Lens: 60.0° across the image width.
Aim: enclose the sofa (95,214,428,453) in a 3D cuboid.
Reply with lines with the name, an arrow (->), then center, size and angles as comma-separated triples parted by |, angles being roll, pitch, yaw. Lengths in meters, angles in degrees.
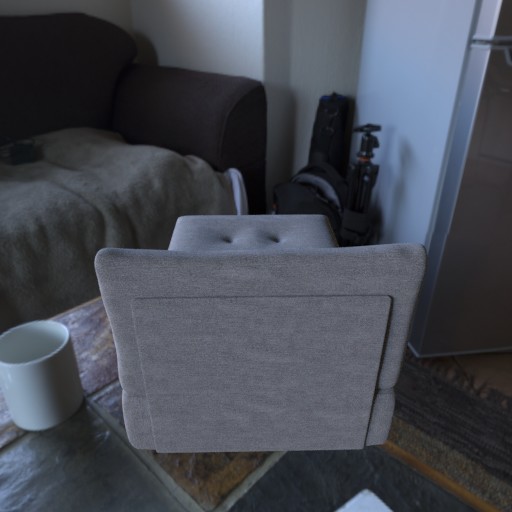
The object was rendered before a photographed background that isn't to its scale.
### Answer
sofa -> 0.000, 0.000, 1.976 | 0.930, 0.820, 1.450 | -1, 29, -1
